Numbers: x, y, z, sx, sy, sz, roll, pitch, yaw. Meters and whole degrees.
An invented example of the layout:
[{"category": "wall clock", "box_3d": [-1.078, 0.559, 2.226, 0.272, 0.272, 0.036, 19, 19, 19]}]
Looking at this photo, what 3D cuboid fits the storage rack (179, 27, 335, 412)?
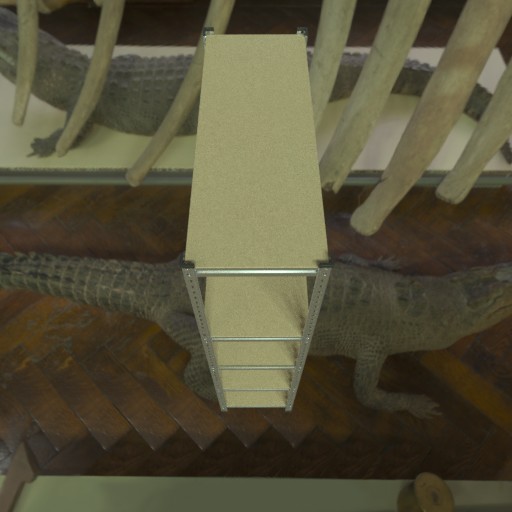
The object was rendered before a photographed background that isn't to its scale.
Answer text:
[{"category": "storage rack", "box_3d": [0.000, 0.000, 2.390, 0.457, 1.829, 1.219, 0, 58, 0]}]
